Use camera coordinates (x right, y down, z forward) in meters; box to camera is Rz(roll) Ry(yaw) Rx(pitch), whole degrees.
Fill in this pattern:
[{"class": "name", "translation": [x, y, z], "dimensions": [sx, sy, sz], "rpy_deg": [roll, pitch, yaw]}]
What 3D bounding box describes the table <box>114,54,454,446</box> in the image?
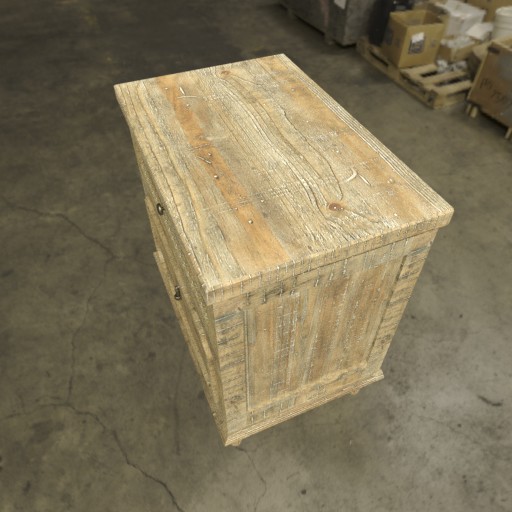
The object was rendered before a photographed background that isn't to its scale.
[{"class": "table", "translation": [0.000, 0.000, 1.162], "dimensions": [0.457, 0.711, 0.686], "rpy_deg": [-17, 50, -15]}]
